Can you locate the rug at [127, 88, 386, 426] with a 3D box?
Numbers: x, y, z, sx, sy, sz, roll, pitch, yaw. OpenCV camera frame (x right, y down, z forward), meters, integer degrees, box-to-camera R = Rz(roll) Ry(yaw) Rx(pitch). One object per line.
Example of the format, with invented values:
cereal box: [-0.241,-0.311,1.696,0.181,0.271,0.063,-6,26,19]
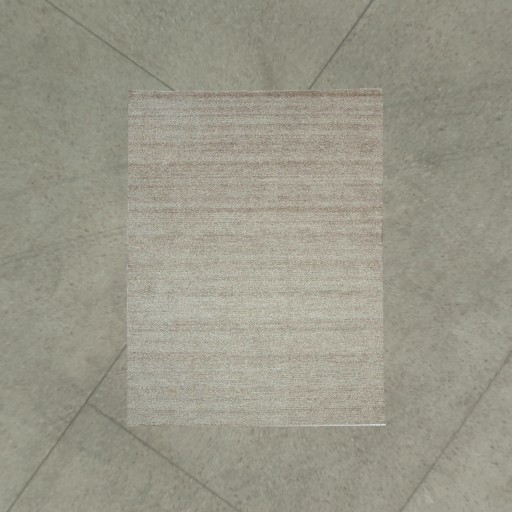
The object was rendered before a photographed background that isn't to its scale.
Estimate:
rug: [0.000,0.000,4.187,2.434,0.045,3.202,0,89,0]
